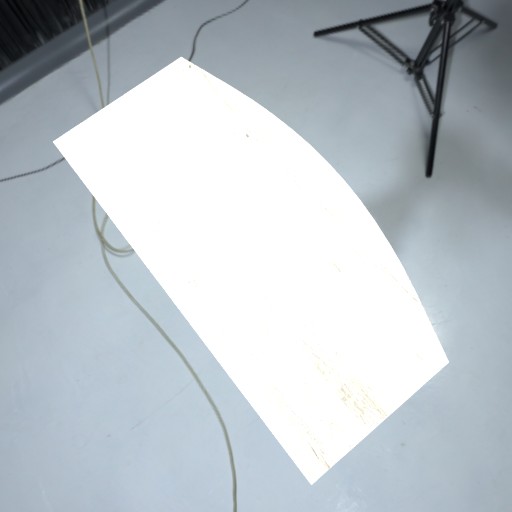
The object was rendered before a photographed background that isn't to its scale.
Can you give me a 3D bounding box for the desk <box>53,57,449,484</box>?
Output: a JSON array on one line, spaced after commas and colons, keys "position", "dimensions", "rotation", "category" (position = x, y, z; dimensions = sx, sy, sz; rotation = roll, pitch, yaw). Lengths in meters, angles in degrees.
[{"position": [0.000, 0.000, 2.045], "dimensions": [0.802, 0.752, 1.600], "rotation": [-38, 79, -9], "category": "desk"}]
